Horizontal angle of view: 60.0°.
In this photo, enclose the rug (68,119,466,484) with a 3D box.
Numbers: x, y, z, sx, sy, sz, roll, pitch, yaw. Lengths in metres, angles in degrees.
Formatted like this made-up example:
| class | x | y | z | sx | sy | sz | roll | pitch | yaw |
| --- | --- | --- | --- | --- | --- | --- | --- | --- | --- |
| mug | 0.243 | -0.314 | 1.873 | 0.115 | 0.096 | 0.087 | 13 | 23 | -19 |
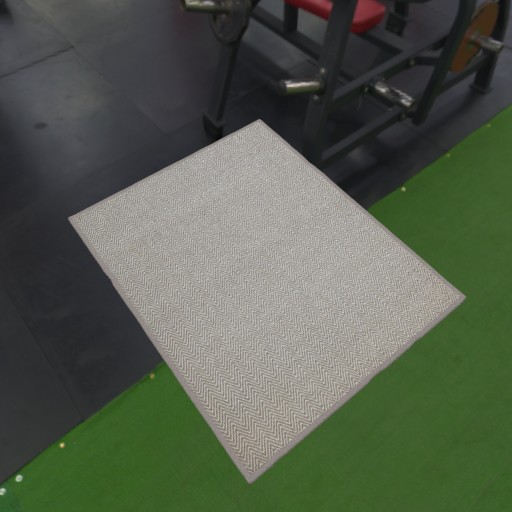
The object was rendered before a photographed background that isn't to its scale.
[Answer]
| class | x | y | z | sx | sy | sz | roll | pitch | yaw |
| --- | --- | --- | --- | --- | --- | --- | --- | --- | --- |
| rug | 0.000 | 0.000 | 4.184 | 2.434 | 0.032 | 3.007 | -33 | 63 | -19 |
